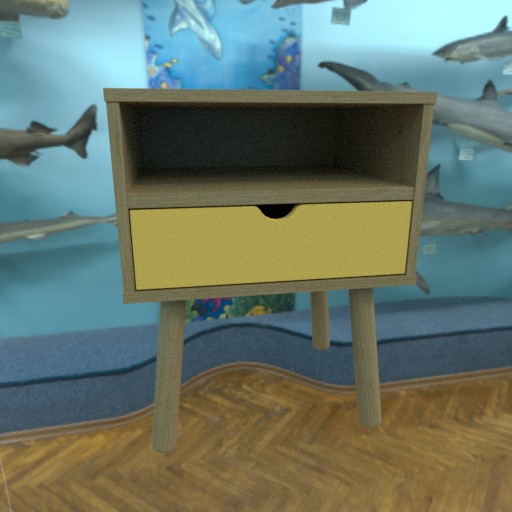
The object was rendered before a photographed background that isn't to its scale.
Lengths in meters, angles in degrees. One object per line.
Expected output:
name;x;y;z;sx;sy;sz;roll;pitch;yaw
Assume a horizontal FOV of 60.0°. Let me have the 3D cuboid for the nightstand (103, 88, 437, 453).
nightstand;0.000;0.000;0.846;0.450;0.571;0.380;-3;17;-9
